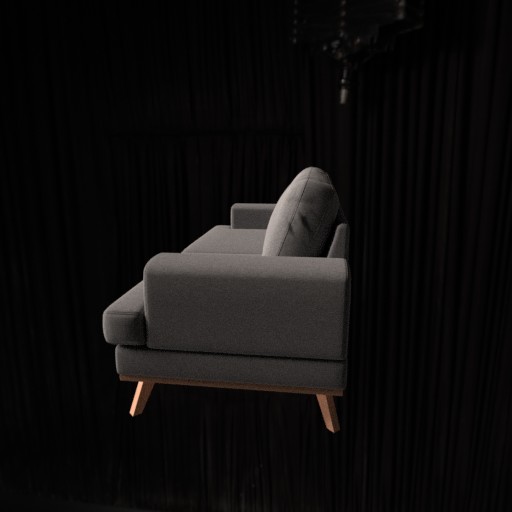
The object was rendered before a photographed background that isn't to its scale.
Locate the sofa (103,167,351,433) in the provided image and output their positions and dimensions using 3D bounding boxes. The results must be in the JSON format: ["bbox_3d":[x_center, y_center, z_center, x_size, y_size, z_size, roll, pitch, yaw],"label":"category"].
[{"bbox_3d":[0.000,0.000,2.142,0.785,0.810,1.650,2,14,7],"label":"sofa"}]
